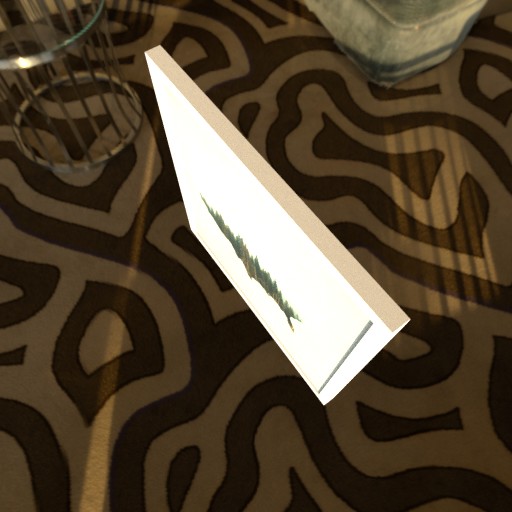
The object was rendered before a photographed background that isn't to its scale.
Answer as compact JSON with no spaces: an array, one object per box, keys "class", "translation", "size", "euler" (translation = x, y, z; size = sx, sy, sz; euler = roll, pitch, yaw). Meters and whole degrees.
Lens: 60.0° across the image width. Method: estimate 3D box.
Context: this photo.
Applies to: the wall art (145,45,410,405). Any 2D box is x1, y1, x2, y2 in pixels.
[{"class":"wall art","translation":[0.000,0.000,1.157],"size":[0.038,0.762,0.762],"euler":[-33,68,-15]}]
